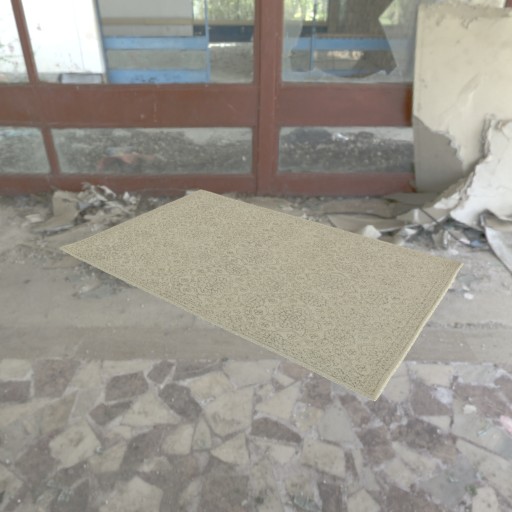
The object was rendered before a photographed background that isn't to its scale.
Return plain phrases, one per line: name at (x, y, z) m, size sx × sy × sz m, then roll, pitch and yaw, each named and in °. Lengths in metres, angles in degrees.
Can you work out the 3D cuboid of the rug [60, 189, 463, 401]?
rug at (0.000, 0.000, 2.504) m, size 1.947 × 0.023 × 1.214 m, roll 19°, pitch 35°, yaw 31°
